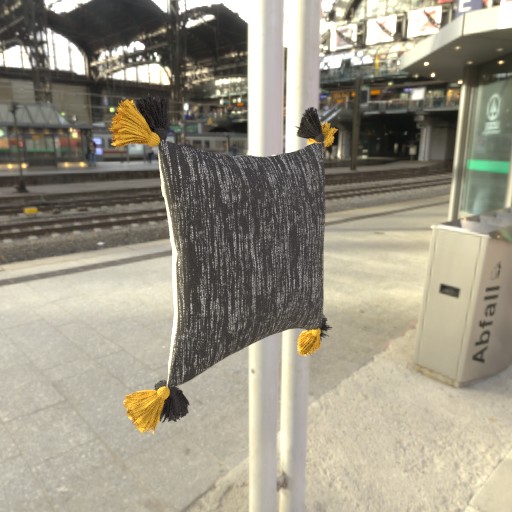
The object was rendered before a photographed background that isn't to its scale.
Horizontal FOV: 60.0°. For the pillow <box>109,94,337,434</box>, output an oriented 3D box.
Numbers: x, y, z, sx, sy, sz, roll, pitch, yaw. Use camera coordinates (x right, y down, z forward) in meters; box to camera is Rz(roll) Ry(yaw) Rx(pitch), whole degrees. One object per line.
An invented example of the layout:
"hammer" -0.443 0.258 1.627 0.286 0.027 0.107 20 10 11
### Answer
"pillow" 0.000 0.000 0.979 0.654 0.659 0.139 -13 19 -43
